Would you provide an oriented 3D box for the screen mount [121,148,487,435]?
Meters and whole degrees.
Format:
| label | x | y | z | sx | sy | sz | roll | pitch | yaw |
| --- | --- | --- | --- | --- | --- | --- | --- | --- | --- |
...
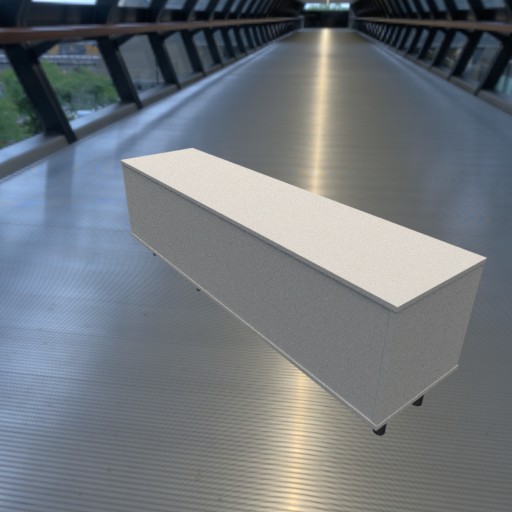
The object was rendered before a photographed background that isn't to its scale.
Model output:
| label | x | y | z | sx | sy | sz | roll | pitch | yaw |
| --- | --- | --- | --- | --- | --- | --- | --- | --- | --- |
| screen mount | 0.000 | 0.000 | 1.806 | 0.418 | 0.520 | 1.600 | -19 | 33 | -33 |
